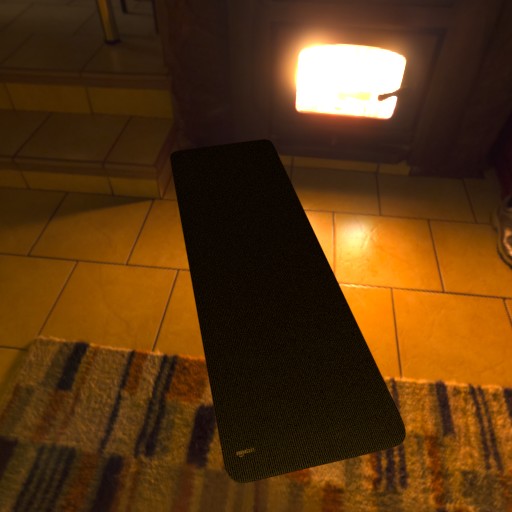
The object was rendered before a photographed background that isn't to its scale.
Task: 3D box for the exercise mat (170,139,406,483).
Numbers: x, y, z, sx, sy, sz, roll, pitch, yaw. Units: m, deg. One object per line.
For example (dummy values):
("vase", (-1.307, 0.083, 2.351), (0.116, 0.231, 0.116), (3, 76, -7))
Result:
("exercise mat", (0.000, 0.000, 2.032), (0.616, 0.021, 1.869), (-10, 48, -9))
